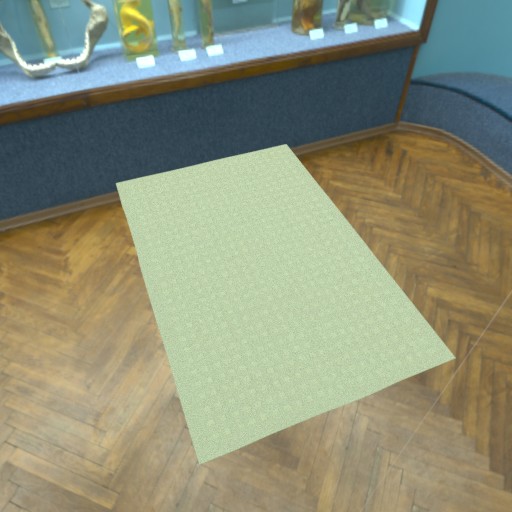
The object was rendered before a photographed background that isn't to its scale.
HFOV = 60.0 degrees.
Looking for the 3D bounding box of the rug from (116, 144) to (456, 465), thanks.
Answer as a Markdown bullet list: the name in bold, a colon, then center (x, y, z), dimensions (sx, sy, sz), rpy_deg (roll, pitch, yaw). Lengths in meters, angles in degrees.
- **rug**: center (0.000, 0.000, 2.292), dimensions (1.143, 0.006, 1.747), rpy_deg (-16, 50, -15)
